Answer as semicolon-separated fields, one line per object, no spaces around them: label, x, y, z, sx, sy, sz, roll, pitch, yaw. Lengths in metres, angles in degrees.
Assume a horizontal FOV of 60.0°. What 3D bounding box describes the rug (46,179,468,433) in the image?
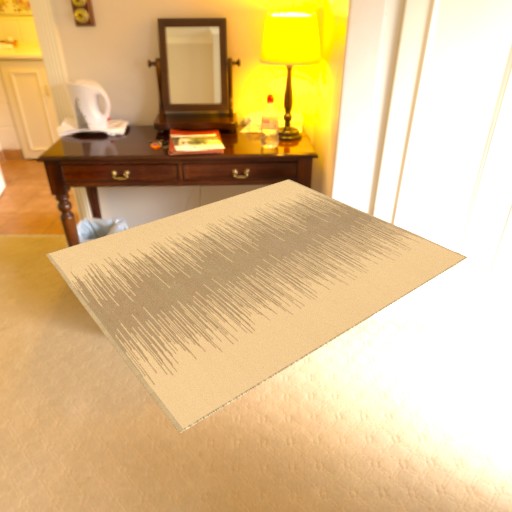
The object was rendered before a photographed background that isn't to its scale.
rug;0.000;0.000;4.082;3.037;0.010;2.453;-22;38;-32
